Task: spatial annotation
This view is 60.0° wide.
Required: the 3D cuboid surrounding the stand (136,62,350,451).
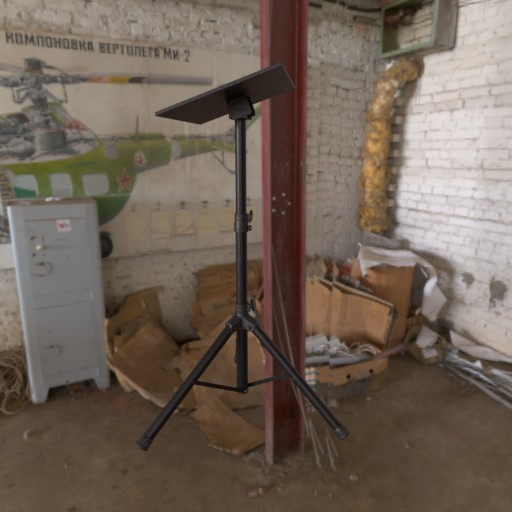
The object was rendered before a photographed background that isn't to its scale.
[{"bbox_3d":[0.000,0.000,1.597,0.702,1.198,0.702,2,14,9],"label":"stand"}]
